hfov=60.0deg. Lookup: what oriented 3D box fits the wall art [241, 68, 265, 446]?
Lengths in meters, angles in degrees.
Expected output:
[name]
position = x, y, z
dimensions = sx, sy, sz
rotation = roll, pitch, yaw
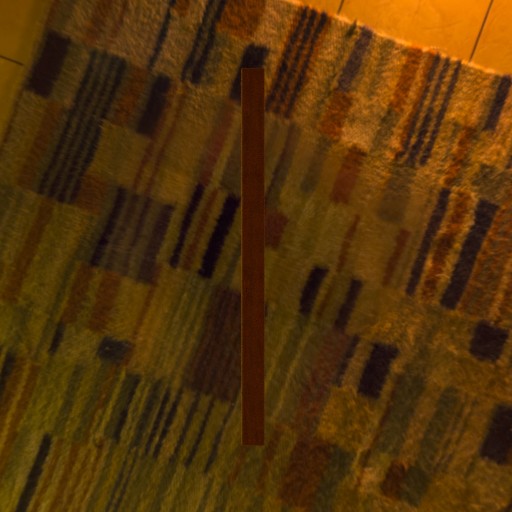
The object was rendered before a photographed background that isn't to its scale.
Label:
[wall art]
position = 0.000, 0.000, 1.171
dimensions = 0.037, 0.914, 0.610
rotation = 0, 90, 1
